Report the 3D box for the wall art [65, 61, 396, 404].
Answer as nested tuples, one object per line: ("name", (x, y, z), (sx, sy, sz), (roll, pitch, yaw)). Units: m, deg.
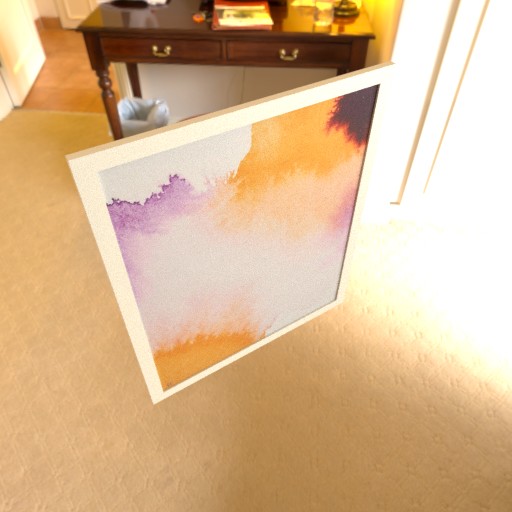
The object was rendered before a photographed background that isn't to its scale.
("wall art", (0.000, 0.000, 0.764), (0.482, 0.557, 0.012), (-24, 50, -22))
